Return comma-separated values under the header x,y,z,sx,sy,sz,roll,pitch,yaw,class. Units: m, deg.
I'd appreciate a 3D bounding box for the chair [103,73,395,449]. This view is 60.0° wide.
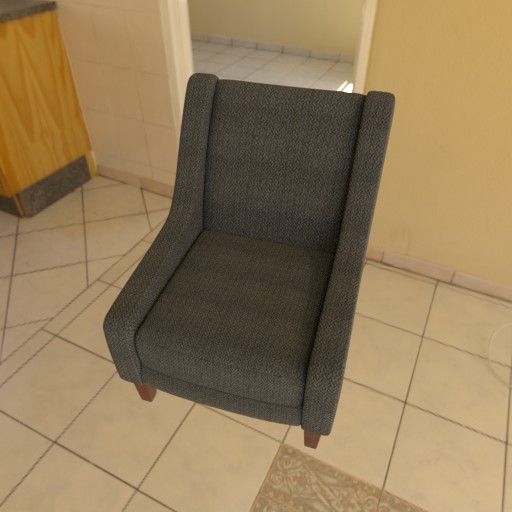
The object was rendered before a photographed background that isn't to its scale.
x,y,z,sx,sy,sz,roll,pitch,yaw,class
0.000,0.000,1.671,0.793,1.012,0.944,11,42,13,chair
